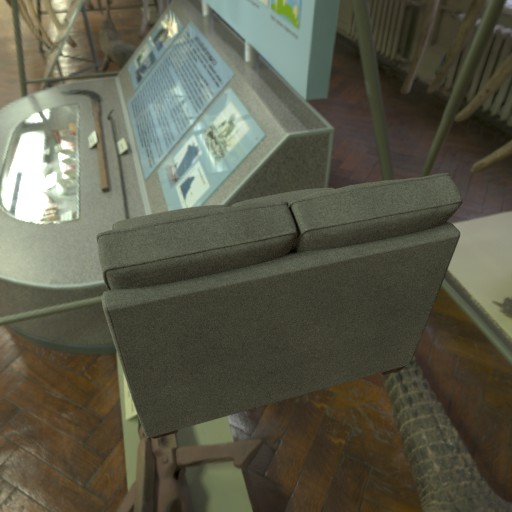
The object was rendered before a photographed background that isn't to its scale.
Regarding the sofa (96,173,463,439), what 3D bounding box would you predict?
[{"bbox_3d":[0.000,0.000,1.973,1.237,1.008,0.951,-11,41,-13],"label":"sofa"}]
